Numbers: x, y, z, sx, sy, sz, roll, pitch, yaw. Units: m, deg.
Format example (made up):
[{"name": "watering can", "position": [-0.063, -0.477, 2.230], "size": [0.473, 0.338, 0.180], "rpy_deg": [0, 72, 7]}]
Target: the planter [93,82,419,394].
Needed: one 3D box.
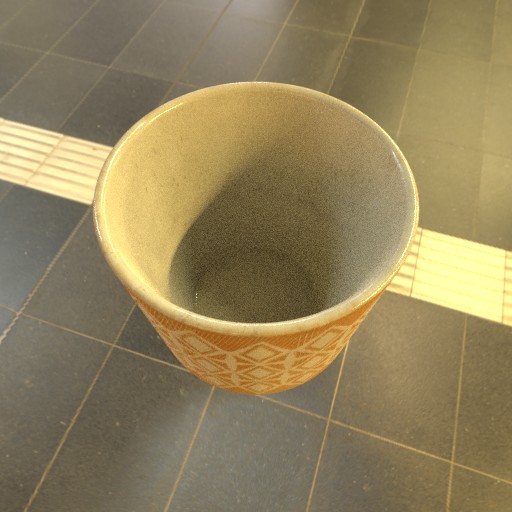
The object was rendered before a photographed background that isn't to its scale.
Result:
[{"name": "planter", "position": [0.000, 0.000, 0.335], "size": [0.193, 0.165, 0.193], "rpy_deg": [0, 58, 0]}]
